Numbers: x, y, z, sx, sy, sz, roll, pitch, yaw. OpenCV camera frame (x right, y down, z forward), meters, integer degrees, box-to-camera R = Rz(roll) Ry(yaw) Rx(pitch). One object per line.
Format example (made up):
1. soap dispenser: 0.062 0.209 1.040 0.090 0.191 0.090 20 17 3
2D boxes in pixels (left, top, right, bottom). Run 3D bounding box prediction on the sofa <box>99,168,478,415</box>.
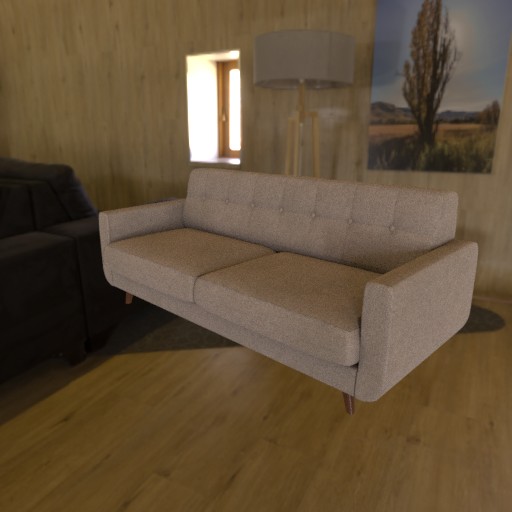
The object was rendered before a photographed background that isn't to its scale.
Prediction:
1. sofa: 0.000 0.000 2.464 2.029 0.841 0.909 15 22 42
